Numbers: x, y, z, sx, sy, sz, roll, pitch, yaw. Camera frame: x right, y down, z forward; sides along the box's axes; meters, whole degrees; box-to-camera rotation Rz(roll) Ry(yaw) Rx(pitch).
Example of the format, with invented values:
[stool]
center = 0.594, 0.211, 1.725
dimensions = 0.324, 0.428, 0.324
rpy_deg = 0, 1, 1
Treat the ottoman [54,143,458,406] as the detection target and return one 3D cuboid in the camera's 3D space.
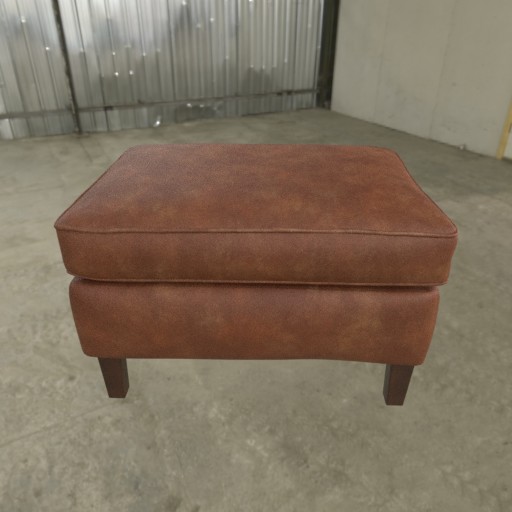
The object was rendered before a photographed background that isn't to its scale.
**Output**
[ottoman]
center = 0.000, 0.000, 0.970
dimensions = 0.665, 0.418, 0.501
rpy_deg = 1, 30, 2
